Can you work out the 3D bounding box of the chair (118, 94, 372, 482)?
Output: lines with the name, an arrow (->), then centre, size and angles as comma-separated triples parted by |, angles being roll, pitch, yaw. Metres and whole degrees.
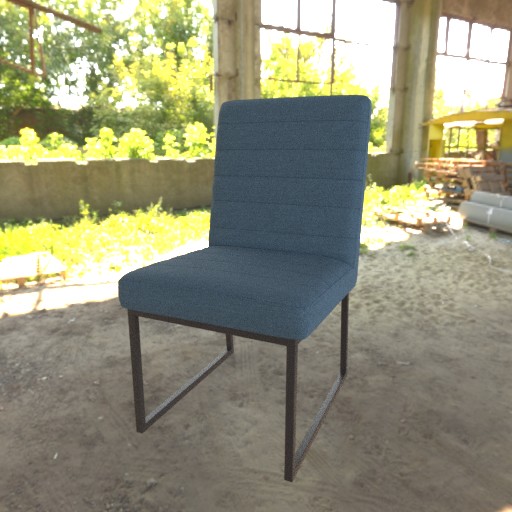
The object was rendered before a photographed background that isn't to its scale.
chair -> 0.000, 0.000, 1.300 | 0.520, 0.930, 0.634 | 6, 15, 24
